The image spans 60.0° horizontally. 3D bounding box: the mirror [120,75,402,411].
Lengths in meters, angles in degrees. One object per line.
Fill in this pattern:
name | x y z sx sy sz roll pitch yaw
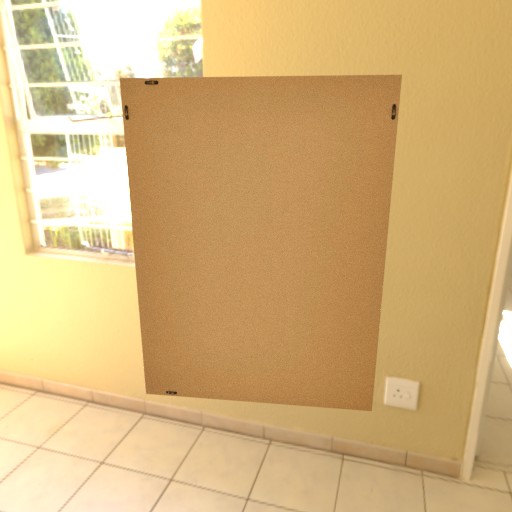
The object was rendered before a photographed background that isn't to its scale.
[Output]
mirror | 0.000 0.000 1.351 0.762 1.016 0.041 2 17 7
